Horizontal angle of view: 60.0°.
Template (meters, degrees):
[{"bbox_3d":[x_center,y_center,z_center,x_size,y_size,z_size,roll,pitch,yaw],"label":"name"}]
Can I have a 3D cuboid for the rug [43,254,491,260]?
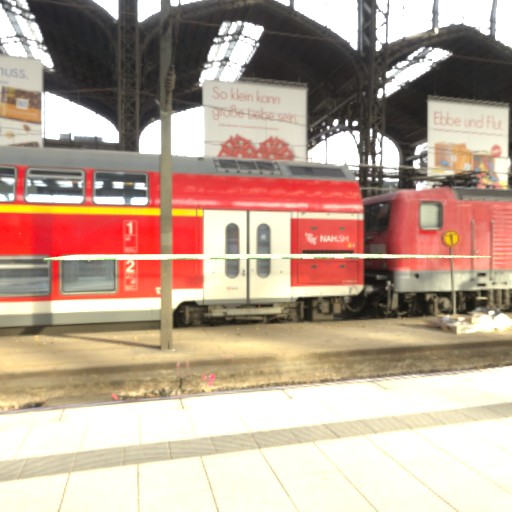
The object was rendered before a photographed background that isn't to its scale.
[{"bbox_3d":[0.000,0.000,2.291,1.826,0.006,1.220,0,1,-17],"label":"rug"}]
